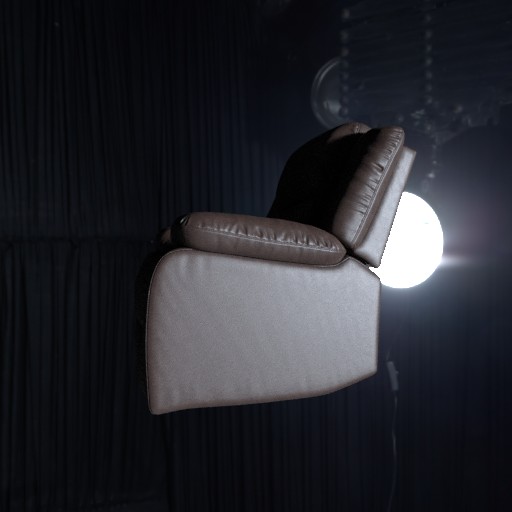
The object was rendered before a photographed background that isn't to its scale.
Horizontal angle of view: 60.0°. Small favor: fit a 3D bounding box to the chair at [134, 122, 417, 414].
[{"bbox_3d":[0.000,0.000,1.765,0.934,1.009,0.899,0,0,-17],"label":"chair"}]
